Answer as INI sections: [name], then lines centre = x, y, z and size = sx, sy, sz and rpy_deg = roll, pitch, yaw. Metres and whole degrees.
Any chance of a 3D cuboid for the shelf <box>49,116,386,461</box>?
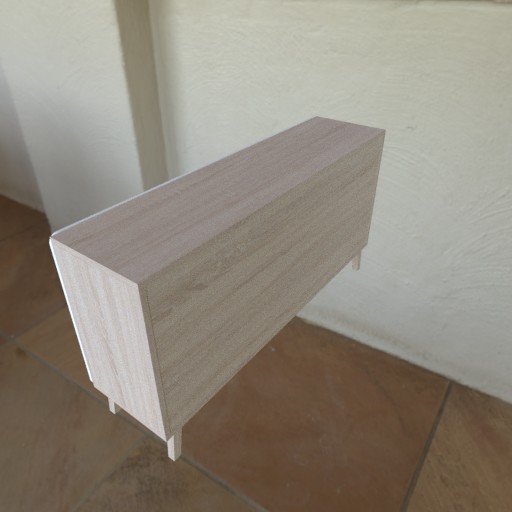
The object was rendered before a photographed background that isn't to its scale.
[shelf]
centre = 0.000, 0.000, 1.880
size = 0.400, 0.780, 1.490
rpy_deg = 22, 39, 30
